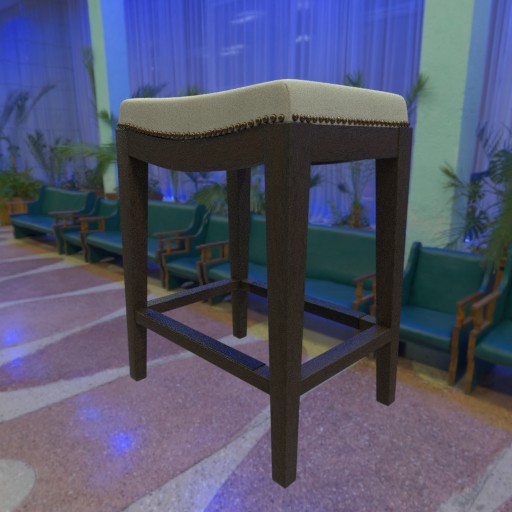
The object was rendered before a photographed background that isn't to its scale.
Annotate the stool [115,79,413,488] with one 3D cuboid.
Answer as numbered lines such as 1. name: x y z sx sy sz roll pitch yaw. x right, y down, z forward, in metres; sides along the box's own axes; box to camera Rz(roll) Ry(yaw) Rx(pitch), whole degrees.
1. stool: 0.000 0.000 0.940 0.361 0.642 0.500 -14 20 -43
